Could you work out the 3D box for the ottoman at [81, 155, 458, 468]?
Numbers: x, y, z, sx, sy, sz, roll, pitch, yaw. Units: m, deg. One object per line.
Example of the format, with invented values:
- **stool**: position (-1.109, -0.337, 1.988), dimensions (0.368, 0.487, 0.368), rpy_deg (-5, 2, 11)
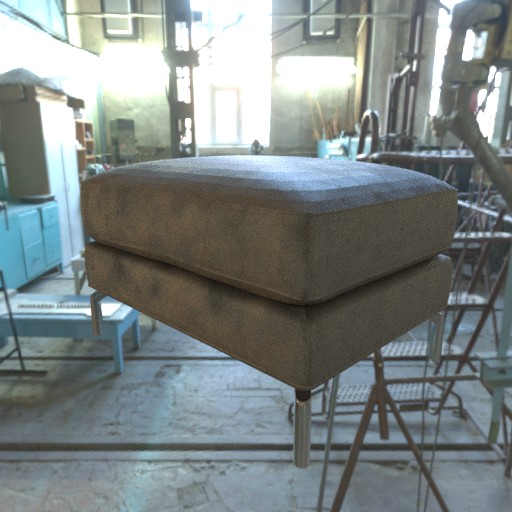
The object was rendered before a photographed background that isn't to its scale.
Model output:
- **ottoman**: position (0.000, 0.000, 1.032), dimensions (0.520, 0.456, 0.719), rpy_deg (-14, 20, -43)
